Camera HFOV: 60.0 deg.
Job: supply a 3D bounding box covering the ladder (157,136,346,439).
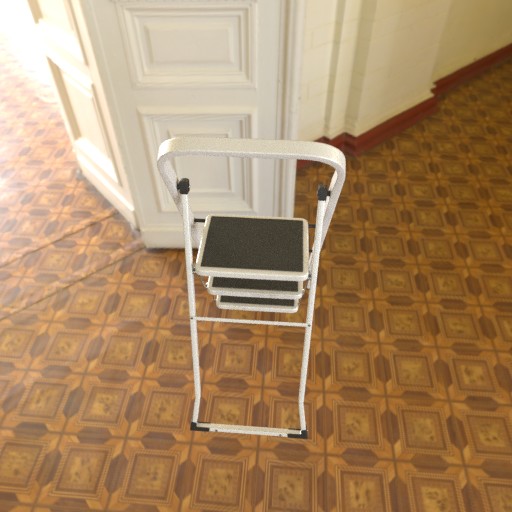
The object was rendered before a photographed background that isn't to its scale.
[{"bbox_3d":[0.000,0.000,1.400,0.460,1.050,0.711,3,46,3],"label":"ladder"}]
